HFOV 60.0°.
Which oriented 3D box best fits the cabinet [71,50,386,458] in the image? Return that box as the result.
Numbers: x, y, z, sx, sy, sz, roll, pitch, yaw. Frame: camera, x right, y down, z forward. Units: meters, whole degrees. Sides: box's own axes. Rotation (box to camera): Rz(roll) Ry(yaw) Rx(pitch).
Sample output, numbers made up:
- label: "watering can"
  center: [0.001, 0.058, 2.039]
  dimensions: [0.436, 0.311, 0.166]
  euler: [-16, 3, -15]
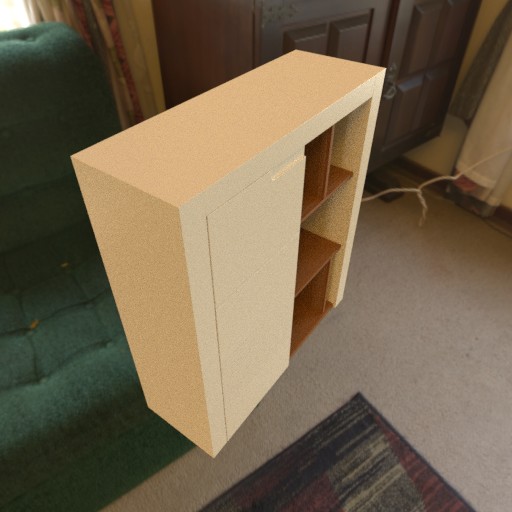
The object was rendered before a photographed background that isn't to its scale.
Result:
- label: "cabinet"
  center: [0.000, 0.000, 1.637]
  dimensions: [0.348, 1.150, 0.990]
  euler: [26, 48, 26]
